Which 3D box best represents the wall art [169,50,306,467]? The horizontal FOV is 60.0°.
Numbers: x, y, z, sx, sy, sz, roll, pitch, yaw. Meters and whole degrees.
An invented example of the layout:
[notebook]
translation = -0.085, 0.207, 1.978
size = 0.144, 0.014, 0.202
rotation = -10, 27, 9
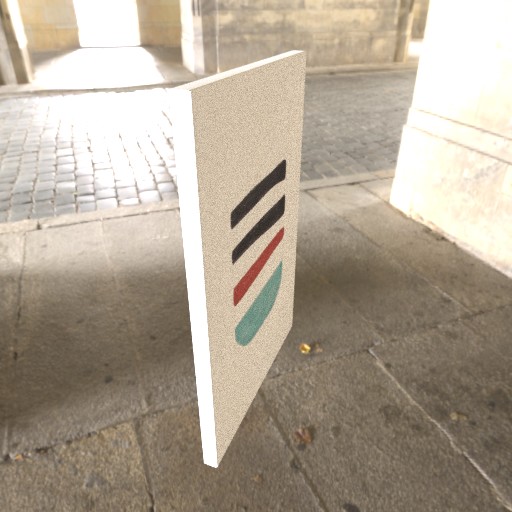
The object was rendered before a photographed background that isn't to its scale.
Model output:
[wall art]
translation = 0.000, 0.000, 1.144
size = 0.038, 0.912, 0.607
rotation = 12, 32, 19
